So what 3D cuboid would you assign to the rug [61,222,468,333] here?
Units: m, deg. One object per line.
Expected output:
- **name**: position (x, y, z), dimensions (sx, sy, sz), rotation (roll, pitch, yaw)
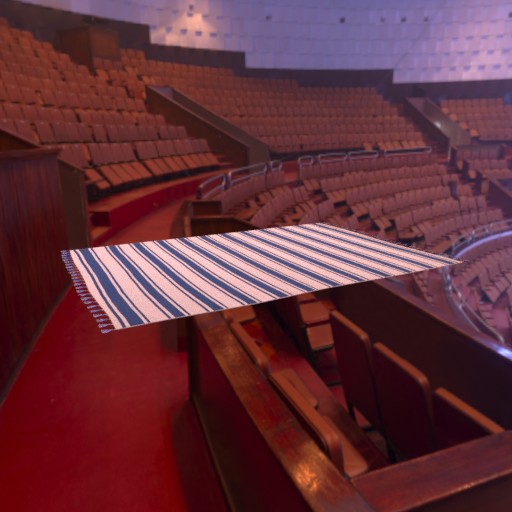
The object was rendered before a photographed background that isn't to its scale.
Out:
- **rug**: position (0.000, 0.000, 2.983), dimensions (2.315, 0.010, 1.544), rotation (-8, 17, -27)
